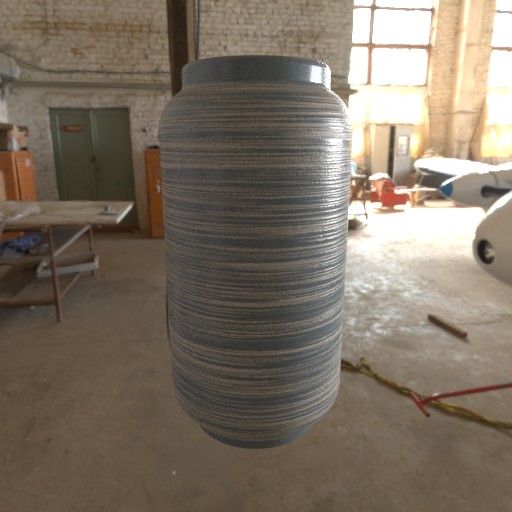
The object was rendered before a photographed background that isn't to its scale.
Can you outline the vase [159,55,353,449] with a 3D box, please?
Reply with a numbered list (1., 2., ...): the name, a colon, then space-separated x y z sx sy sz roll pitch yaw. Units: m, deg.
1. vase: 0.000 0.000 0.291 0.116 0.230 0.116 0 15 0
